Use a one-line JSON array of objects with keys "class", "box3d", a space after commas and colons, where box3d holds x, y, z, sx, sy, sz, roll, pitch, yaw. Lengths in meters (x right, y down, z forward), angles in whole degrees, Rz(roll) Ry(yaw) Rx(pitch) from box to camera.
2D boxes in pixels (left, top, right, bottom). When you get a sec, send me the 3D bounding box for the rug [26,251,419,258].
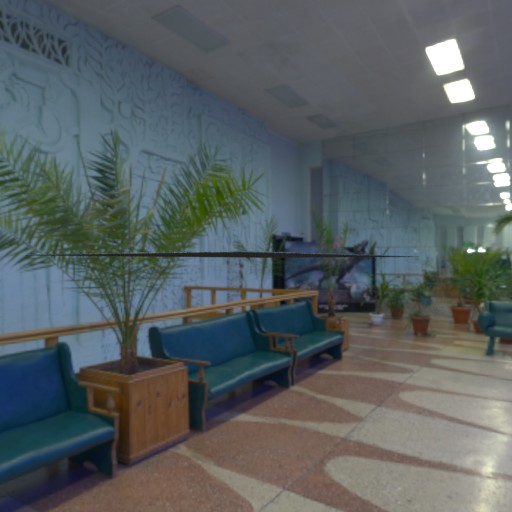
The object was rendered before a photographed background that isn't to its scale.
[{"class": "rug", "box3d": [0.000, 0.000, 4.276, 2.190, 0.008, 3.371, 0, -1, 35]}]
